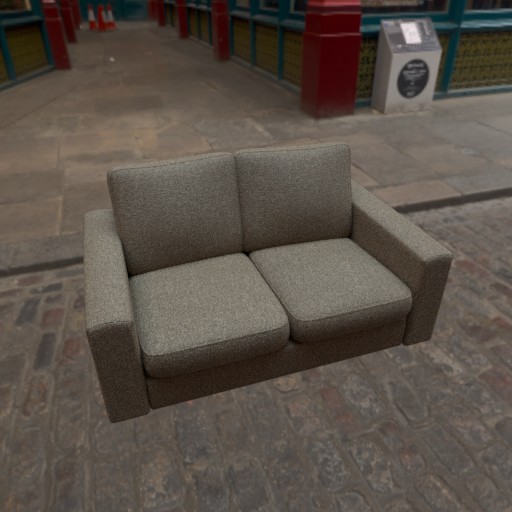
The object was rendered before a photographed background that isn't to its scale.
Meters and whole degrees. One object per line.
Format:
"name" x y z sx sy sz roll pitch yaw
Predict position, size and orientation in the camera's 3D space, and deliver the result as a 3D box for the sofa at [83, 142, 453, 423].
"sofa" 0.000 0.000 2.242 1.616 0.873 1.016 -10 33 -16
